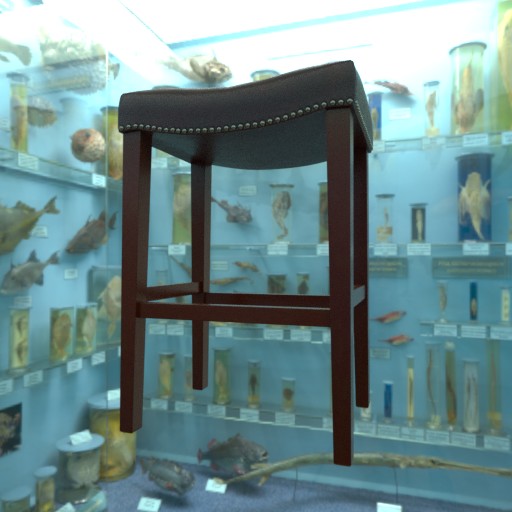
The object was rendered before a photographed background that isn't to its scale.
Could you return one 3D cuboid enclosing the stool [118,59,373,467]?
[{"bbox_3d":[0.000,0.000,1.025,0.504,0.742,0.372,0,-1,19],"label":"stool"}]
